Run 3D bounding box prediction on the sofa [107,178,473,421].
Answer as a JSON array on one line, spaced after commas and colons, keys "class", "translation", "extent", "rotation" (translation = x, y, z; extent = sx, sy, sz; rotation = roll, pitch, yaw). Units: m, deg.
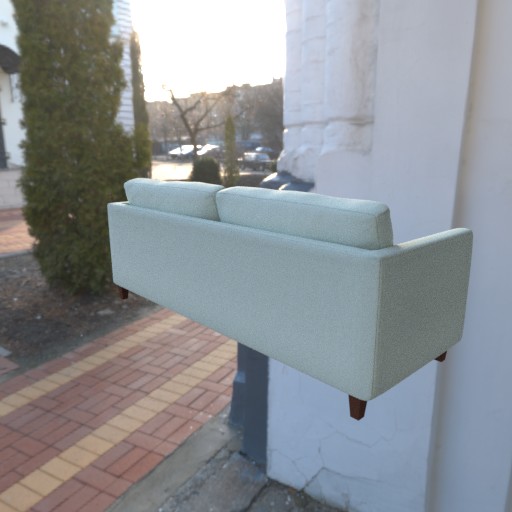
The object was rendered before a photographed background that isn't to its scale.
[{"class": "sofa", "translation": [0.000, 0.000, 2.942], "extent": [0.948, 0.965, 2.434], "rotation": [-12, 18, -42]}]
